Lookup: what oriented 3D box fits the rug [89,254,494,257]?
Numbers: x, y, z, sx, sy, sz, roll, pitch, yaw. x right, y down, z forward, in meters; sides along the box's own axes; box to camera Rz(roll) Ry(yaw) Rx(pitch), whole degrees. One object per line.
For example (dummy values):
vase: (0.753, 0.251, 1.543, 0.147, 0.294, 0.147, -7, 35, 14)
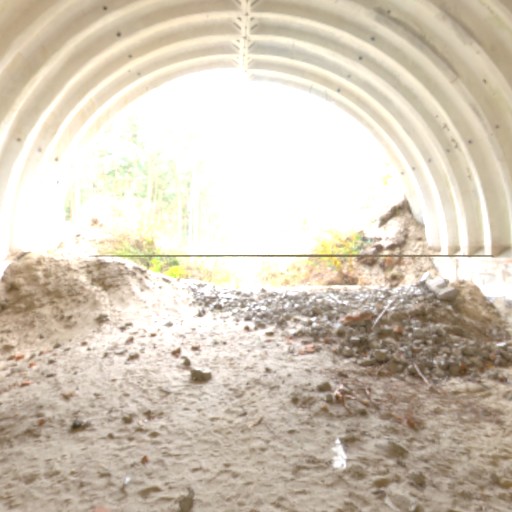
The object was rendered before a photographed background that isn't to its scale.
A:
rug: (0.000, 0.000, 3.004, 1.515, 0.010, 2.430, 0, 0, -37)
